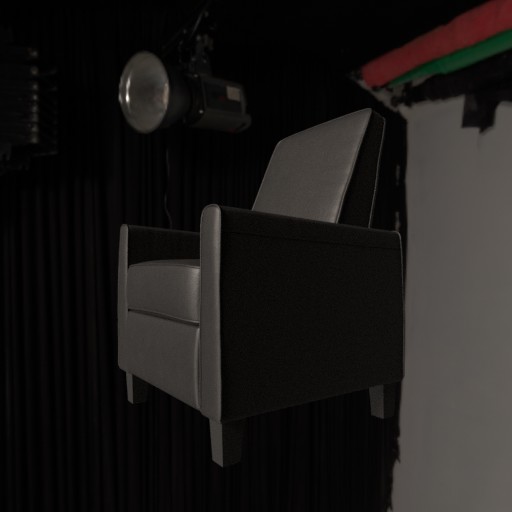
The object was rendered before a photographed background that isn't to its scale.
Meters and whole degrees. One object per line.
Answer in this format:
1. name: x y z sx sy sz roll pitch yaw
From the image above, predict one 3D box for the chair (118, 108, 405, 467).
1. chair: 0.000 0.000 1.501 0.746 1.013 0.705 1 -2 -36
